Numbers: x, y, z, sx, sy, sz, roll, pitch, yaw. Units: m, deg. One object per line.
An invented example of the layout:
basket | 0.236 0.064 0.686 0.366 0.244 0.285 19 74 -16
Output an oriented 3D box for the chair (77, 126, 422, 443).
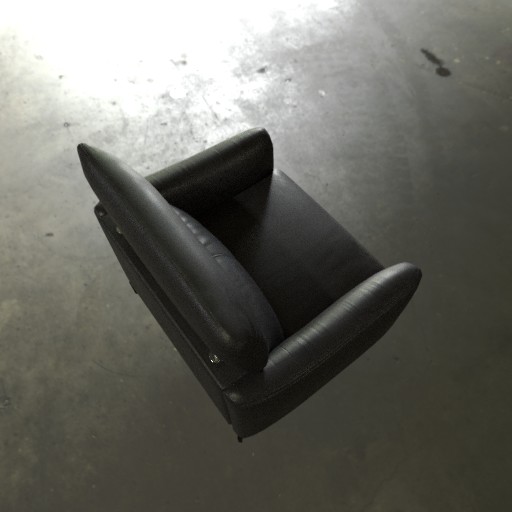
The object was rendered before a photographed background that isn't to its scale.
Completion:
chair | 0.000 0.000 1.643 0.809 0.949 0.976 -33 64 -19
